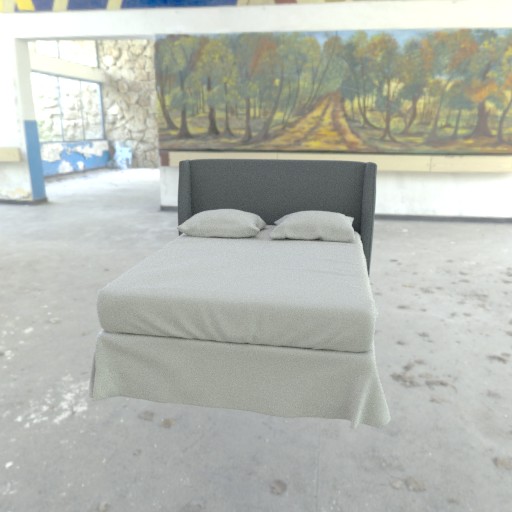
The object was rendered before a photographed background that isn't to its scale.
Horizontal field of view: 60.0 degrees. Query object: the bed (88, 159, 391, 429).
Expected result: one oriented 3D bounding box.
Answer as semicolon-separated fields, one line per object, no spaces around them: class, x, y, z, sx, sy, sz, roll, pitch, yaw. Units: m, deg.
bed;0.000;0.000;3.462;1.925;1.332;2.276;3;17;10
